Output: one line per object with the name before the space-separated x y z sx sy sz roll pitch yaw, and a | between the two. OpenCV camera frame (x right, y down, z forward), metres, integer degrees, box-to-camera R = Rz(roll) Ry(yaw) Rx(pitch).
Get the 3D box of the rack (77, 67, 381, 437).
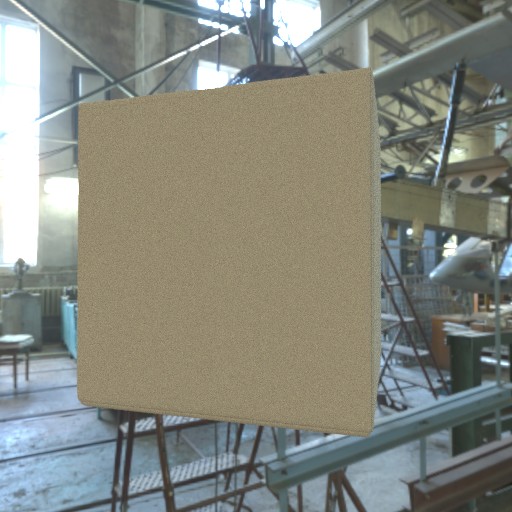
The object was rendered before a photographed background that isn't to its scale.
rack | 0.000 0.000 0.497 0.270 0.280 0.270 0 -1 17
